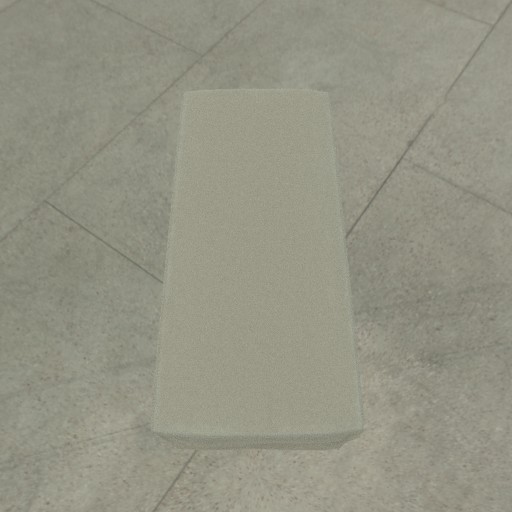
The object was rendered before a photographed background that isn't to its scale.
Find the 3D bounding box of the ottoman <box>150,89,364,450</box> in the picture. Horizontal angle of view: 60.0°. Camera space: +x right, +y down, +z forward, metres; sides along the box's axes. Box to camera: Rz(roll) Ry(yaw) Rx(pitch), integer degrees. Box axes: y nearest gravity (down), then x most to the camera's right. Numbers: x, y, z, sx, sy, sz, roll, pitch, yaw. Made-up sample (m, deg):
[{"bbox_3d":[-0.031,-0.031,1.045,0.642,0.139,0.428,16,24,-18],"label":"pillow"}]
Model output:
[{"bbox_3d":[0.000,0.000,1.738,0.665,0.457,1.388,0,63,0],"label":"ottoman"}]
